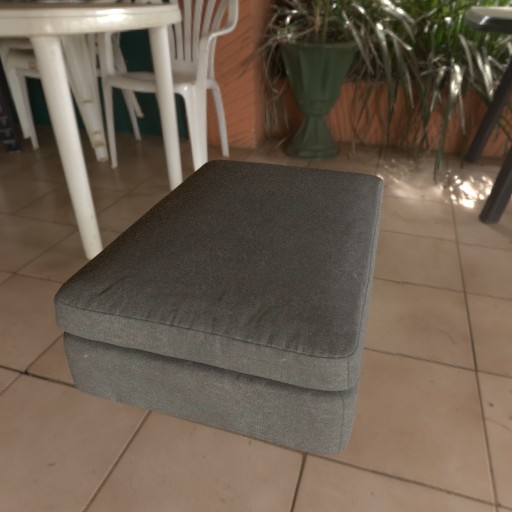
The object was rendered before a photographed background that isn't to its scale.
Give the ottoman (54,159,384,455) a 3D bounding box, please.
[{"bbox_3d":[0.000,0.000,1.615,0.840,0.429,1.199,9,32,14],"label":"ottoman"}]
